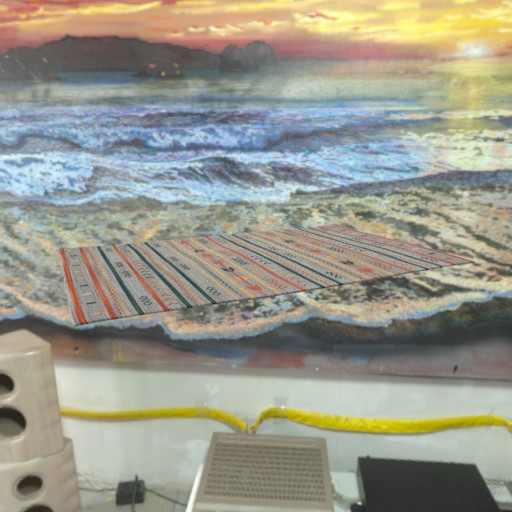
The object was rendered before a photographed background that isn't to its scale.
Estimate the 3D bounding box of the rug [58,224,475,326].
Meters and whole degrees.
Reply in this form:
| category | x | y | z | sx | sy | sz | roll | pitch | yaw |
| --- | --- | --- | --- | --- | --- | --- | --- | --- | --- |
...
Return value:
| category | x | y | z | sx | sy | sz | roll | pitch | yaw |
| --- | --- | --- | --- | --- | --- | --- | --- | --- | --- |
| rug | 0.000 | 0.000 | 3.031 | 2.439 | 0.029 | 1.537 | -7 | 16 | -25 |
